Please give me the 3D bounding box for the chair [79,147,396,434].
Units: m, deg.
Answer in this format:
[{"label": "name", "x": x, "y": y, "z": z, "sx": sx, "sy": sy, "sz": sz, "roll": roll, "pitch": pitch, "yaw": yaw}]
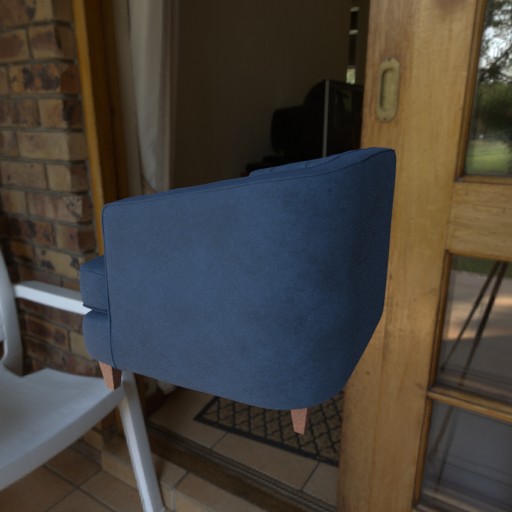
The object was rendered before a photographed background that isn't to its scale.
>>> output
[{"label": "chair", "x": 0.000, "y": 0.000, "z": 1.770, "sx": 0.940, "sy": 0.852, "sz": 1.094, "roll": 8, "pitch": 19, "yaw": 25}]
